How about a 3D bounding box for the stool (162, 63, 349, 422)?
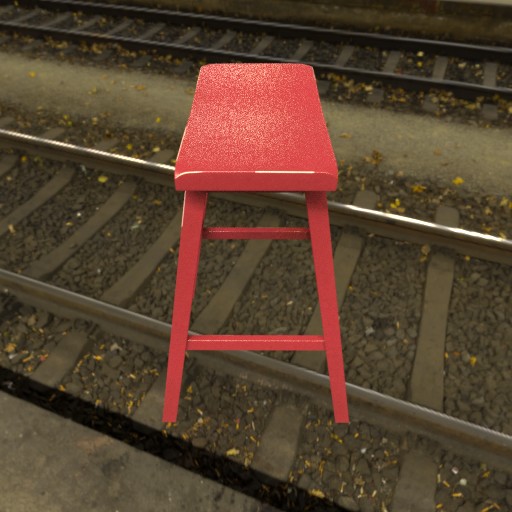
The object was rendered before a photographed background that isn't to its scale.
[{"bbox_3d":[0.000,0.000,1.053,0.476,0.737,0.457,0,42,0],"label":"stool"}]
